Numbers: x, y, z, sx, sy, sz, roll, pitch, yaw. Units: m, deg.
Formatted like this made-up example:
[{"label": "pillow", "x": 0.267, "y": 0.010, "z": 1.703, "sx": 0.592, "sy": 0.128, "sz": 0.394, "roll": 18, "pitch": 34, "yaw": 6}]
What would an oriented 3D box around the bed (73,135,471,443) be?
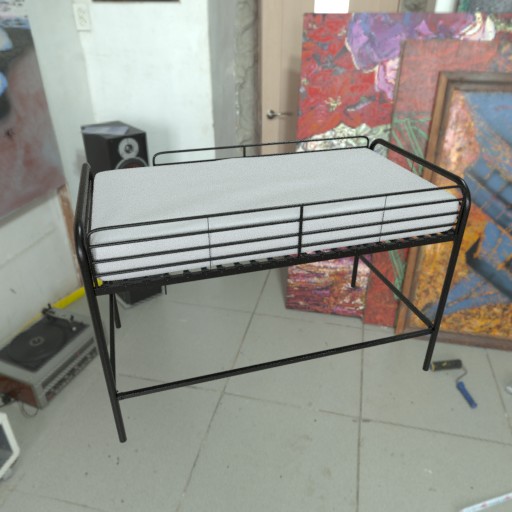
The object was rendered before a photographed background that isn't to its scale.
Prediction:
[{"label": "bed", "x": 0.000, "y": 0.000, "z": 2.925, "sx": 1.968, "sy": 1.289, "sz": 1.393, "roll": -8, "pitch": 31, "yaw": -14}]
